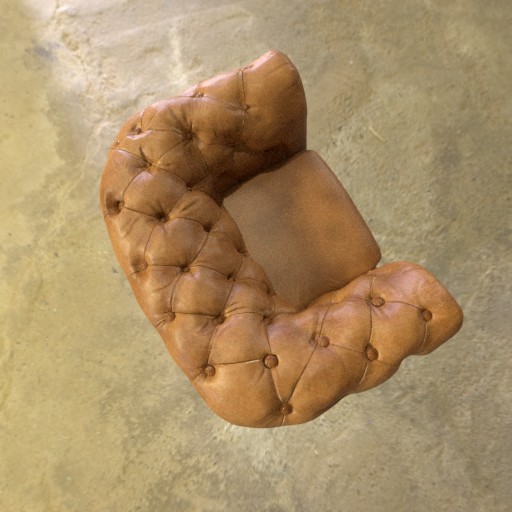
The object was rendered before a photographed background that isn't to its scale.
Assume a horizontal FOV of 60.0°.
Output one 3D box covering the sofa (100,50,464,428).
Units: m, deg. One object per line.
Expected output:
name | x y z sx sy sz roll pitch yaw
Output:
sofa | 0.000 0.000 2.019 1.033 0.878 1.405 -29 77 -7
